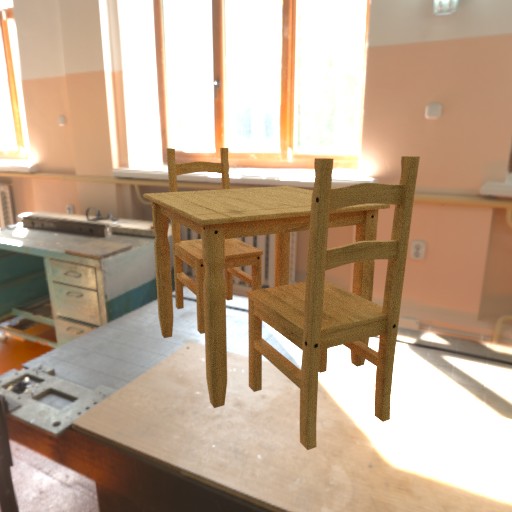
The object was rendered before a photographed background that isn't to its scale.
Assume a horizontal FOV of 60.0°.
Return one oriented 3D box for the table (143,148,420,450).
[{"bbox_3d":[0.000,0.000,2.046,0.813,0.942,1.501,-7,17,-26],"label":"table"}]
